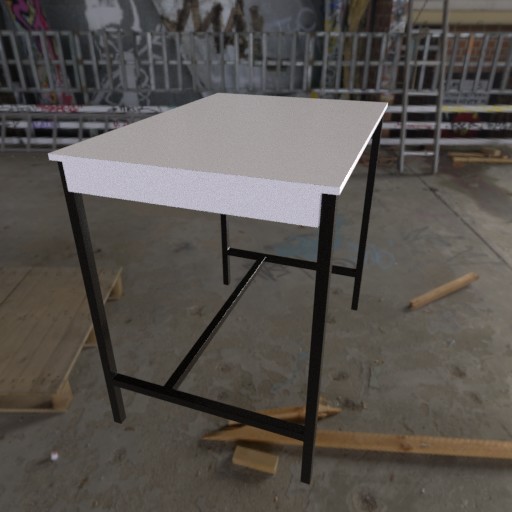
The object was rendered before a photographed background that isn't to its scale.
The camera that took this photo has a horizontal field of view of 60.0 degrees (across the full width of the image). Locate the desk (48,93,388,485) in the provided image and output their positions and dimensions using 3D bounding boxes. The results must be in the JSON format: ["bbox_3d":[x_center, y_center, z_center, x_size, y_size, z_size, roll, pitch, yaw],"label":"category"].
[{"bbox_3d":[0.000,0.000,1.299,0.573,0.766,0.811,10,30,17],"label":"desk"}]
